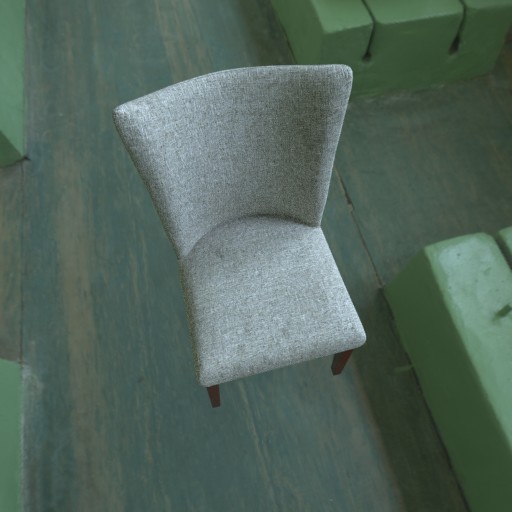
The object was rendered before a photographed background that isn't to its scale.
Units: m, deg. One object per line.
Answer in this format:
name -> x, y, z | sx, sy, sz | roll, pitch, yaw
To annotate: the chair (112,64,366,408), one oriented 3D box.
chair -> 0.000, 0.000, 1.285 | 0.535, 0.924, 0.623 | -13, 64, -7
